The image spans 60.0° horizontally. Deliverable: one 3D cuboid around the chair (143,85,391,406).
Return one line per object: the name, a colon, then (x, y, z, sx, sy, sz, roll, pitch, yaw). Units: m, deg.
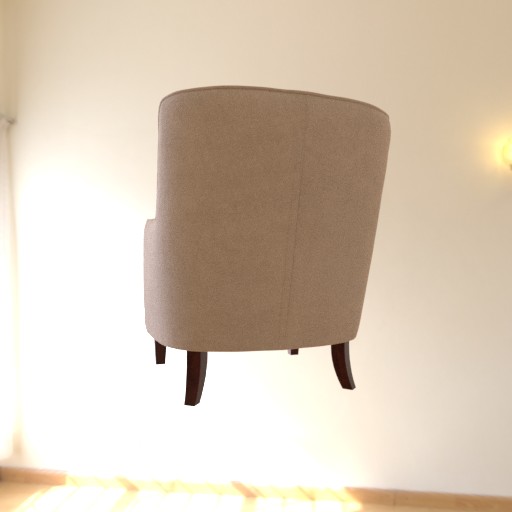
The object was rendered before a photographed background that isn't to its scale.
chair: (0.000, 0.000, 1.648, 0.781, 0.920, 0.910, 0, -1, -18)
